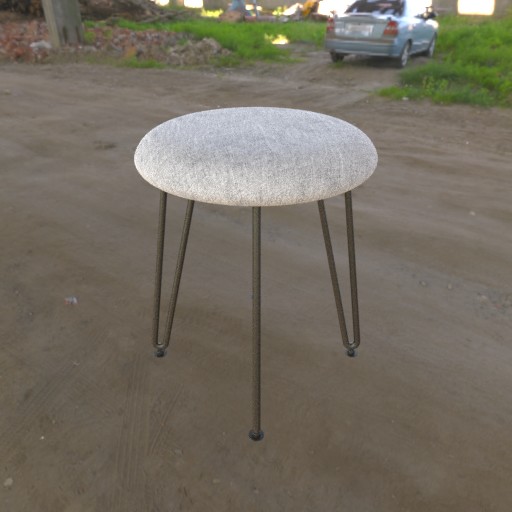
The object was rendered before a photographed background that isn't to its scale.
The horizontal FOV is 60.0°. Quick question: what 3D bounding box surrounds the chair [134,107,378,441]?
[{"bbox_3d":[0.000,0.000,0.659,0.350,0.386,0.350,0,31,0],"label":"chair"}]
